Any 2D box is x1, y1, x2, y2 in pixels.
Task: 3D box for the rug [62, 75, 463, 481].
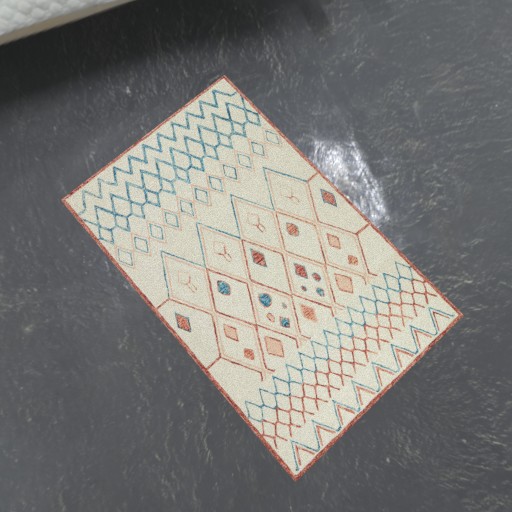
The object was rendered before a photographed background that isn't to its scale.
[{"bbox_3d":[0.000,0.000,3.039,1.524,0.015,2.438,-41,80,-9],"label":"rug"}]
